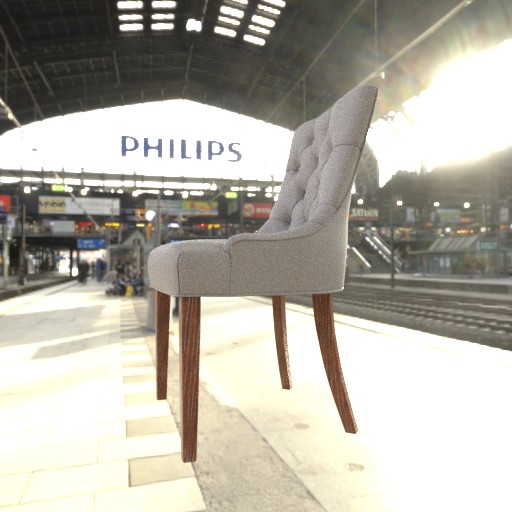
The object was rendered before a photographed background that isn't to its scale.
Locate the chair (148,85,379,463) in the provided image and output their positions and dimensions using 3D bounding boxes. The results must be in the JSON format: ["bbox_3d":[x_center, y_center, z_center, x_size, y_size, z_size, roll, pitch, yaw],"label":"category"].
[{"bbox_3d":[0.000,0.000,1.232,0.565,0.874,0.509,0,-1,-19],"label":"chair"}]
